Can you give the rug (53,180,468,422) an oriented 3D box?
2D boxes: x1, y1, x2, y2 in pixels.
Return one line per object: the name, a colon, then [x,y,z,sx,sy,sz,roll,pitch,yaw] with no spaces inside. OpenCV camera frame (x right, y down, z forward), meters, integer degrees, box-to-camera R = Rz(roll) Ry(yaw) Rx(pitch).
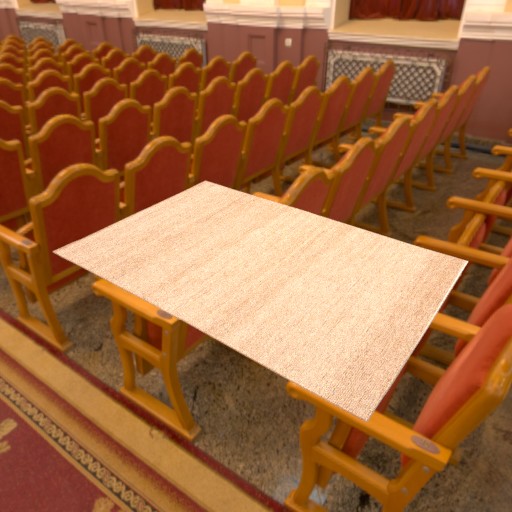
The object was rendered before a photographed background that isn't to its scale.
rug: [0.000,0.000,2.991,2.346,0.029,1.574,21,38,31]
